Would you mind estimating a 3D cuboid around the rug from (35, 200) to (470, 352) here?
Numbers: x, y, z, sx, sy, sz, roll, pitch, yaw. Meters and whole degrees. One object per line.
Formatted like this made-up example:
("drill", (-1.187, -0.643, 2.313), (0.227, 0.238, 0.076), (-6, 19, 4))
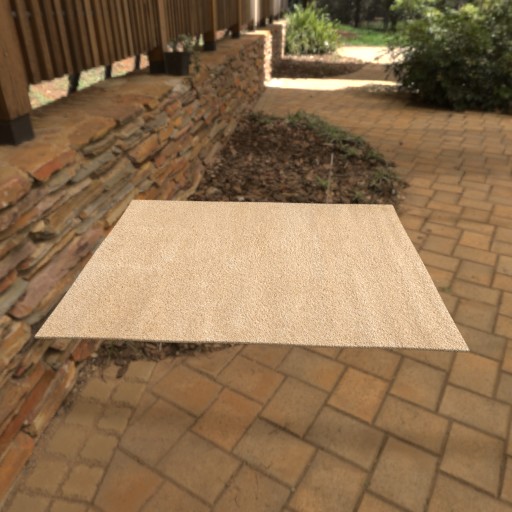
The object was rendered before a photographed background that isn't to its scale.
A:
("rug", (0.000, 0.000, 4.084), (3.000, 0.025, 2.400), (1, 31, 2))
